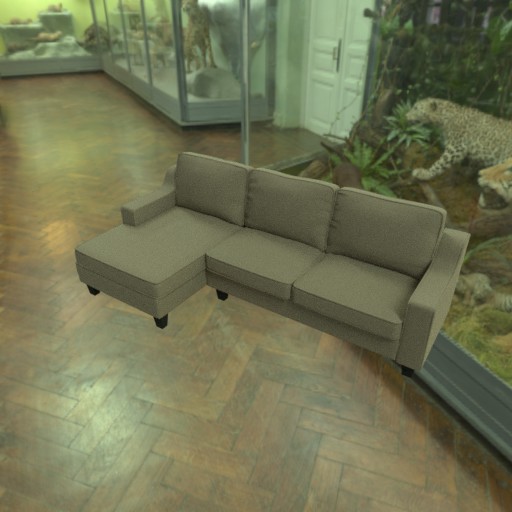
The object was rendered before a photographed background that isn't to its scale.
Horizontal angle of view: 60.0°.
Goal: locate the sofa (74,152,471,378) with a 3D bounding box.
[{"bbox_3d":[0.000,0.000,3.216,2.561,0.928,1.294,19,35,29],"label":"sofa"}]
